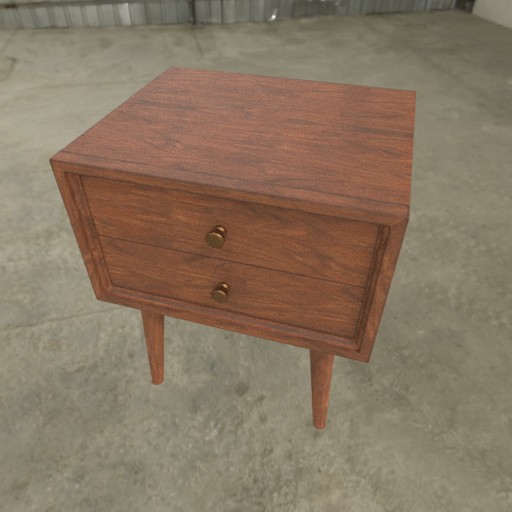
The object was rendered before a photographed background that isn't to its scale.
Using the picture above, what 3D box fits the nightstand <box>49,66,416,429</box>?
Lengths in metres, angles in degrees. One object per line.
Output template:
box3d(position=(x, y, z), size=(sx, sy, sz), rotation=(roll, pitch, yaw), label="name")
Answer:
box3d(position=(0.000, 0.000, 0.956), size=(0.521, 0.607, 0.445), rotation=(11, 42, 12), label="nightstand")
